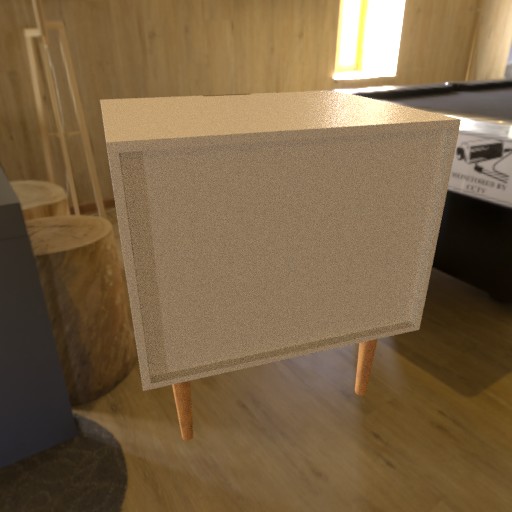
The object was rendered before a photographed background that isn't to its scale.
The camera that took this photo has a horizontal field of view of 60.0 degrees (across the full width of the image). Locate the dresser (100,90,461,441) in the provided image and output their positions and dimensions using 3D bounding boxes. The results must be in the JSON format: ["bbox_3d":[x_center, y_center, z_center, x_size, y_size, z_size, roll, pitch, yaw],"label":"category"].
[{"bbox_3d":[0.000,0.000,0.886,0.503,0.568,0.414,-8,28,-16],"label":"dresser"}]
